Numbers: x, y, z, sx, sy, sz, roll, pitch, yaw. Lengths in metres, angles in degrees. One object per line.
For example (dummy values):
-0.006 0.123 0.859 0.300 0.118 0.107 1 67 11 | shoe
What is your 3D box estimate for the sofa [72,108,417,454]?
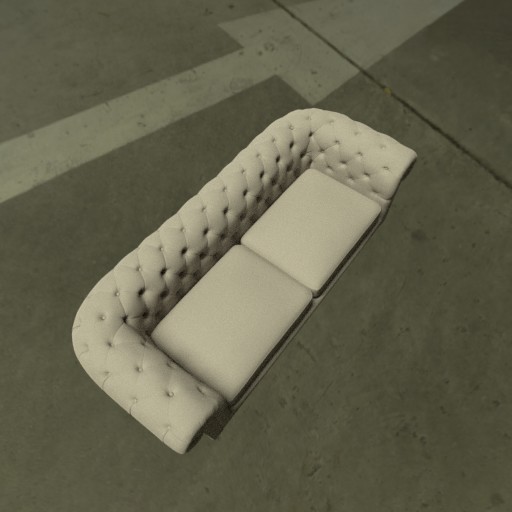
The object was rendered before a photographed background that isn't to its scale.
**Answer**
0.000 0.000 2.900 0.991 0.749 2.411 33 64 19 | sofa
